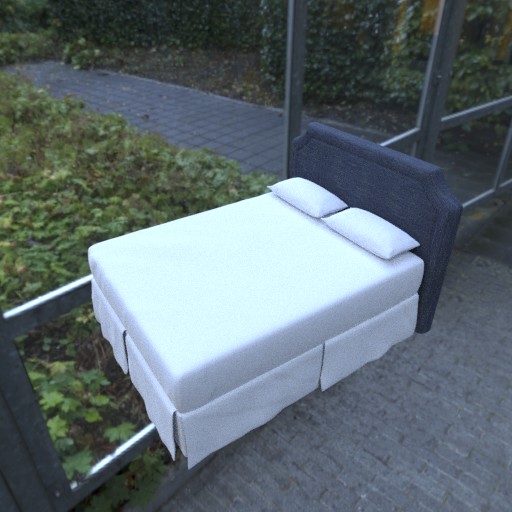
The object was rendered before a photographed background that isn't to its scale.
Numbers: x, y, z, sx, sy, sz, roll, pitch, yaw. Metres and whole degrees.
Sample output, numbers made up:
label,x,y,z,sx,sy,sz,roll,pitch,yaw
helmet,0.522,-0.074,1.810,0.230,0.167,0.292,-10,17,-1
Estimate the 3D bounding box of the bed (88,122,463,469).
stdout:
label,x,y,z,sx,sy,sz,roll,pitch,yaw
bed,0.000,0.000,3.168,2.116,1.290,1.693,-20,38,-28
